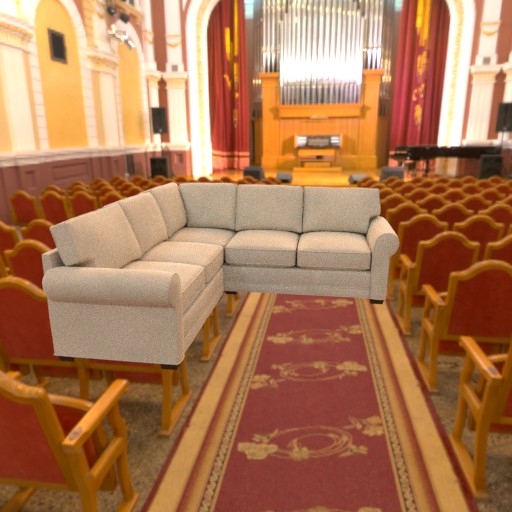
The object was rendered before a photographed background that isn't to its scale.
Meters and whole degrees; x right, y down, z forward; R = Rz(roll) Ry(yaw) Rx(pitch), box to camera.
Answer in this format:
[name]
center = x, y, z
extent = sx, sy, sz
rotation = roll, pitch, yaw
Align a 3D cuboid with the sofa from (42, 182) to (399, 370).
[sofa]
center = 0.000, 0.000, 3.947
extent = 2.569, 1.054, 2.487
rotation = 2, 16, 8
